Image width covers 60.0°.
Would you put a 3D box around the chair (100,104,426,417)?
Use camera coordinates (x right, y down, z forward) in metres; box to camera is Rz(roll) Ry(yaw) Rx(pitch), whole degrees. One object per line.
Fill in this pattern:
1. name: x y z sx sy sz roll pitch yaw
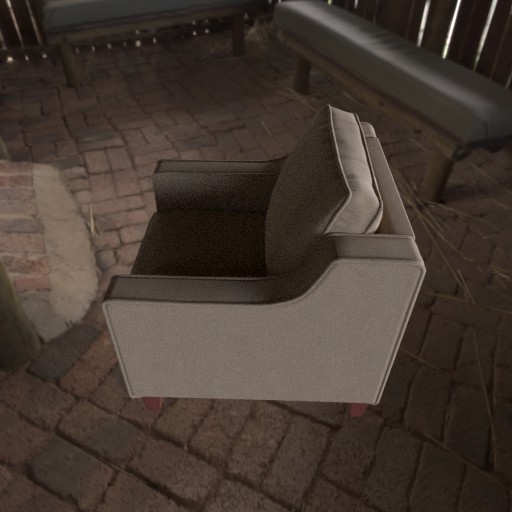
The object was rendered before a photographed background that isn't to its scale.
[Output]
1. chair: 0.000 0.000 1.676 0.909 0.960 0.831 1 41 1
